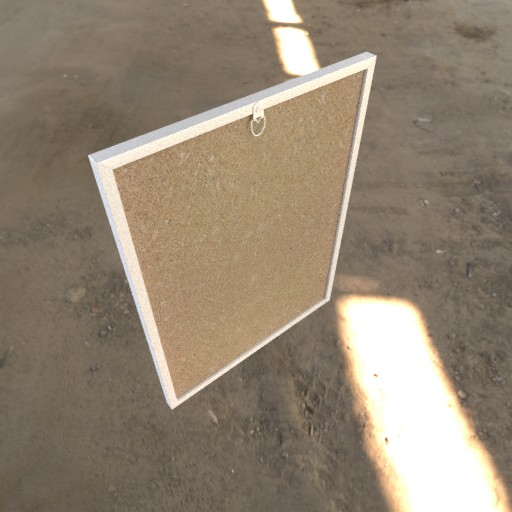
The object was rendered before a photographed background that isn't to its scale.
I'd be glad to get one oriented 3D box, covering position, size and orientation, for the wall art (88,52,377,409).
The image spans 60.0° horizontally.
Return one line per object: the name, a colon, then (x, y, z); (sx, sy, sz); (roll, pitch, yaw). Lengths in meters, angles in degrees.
wall art: (0.000, 0.000, 1.406); (0.805, 1.056, 0.042); (-30, 53, -26)
